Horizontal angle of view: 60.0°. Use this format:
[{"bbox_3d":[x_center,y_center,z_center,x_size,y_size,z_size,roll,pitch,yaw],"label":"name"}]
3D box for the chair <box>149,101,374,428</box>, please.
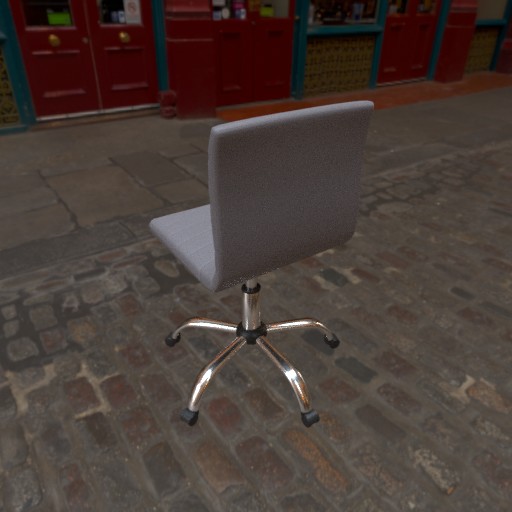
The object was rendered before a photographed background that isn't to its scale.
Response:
[{"bbox_3d":[0.000,0.000,1.138,0.556,0.780,0.530,-20,36,-29],"label":"chair"}]
